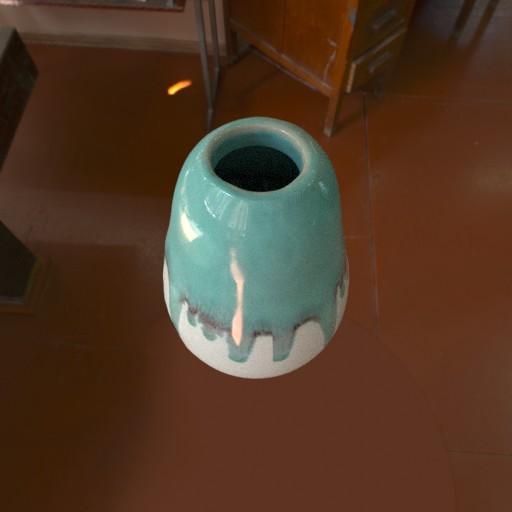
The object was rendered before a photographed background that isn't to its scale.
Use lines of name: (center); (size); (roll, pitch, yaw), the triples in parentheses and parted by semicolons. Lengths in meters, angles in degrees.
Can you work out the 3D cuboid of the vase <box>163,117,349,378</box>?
vase: (0.000, 0.000, 0.249); (0.116, 0.179, 0.116); (0, 64, 0)
